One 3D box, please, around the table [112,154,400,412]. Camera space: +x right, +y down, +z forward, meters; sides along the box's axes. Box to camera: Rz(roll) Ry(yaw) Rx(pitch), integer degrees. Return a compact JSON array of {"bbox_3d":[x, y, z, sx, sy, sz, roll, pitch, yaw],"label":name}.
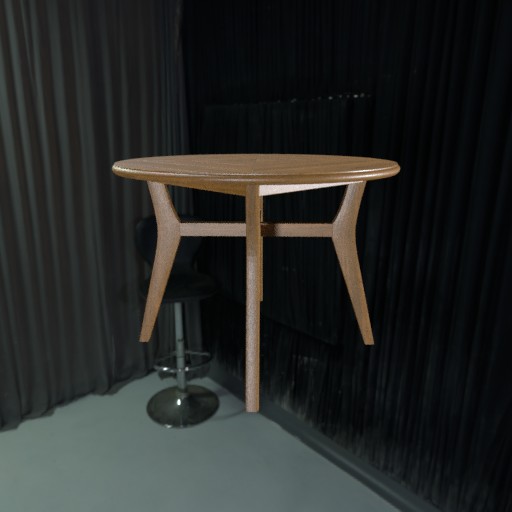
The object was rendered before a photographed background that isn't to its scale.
[{"bbox_3d":[0.000,0.000,1.800,1.055,0.757,1.055,0,16,0],"label":"table"}]
